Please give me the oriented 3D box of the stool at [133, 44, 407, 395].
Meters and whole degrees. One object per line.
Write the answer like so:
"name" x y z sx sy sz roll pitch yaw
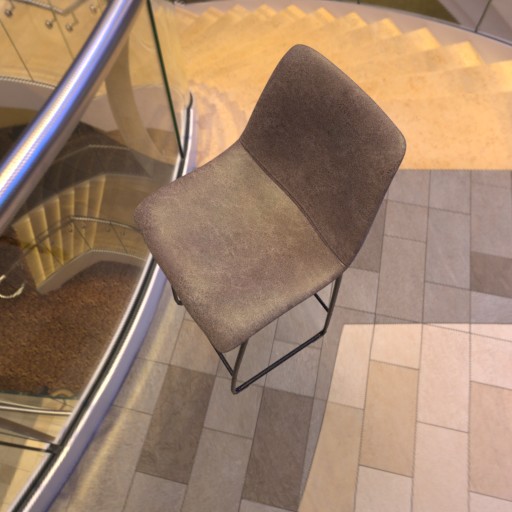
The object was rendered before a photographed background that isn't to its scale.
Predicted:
"stool" 0.000 0.000 1.391 0.561 1.082 0.514 -31 67 -15
